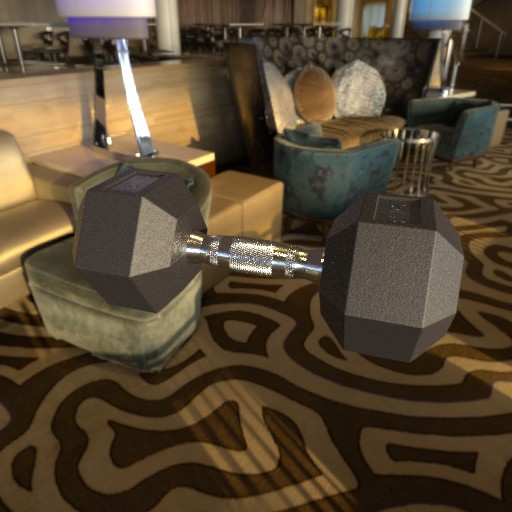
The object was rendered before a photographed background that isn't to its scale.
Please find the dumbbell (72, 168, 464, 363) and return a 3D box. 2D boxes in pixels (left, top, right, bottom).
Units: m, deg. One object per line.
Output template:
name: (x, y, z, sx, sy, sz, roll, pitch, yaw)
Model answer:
dumbbell: (0.000, 0.000, 0.381, 0.315, 0.113, 0.129, 8, 29, 16)
